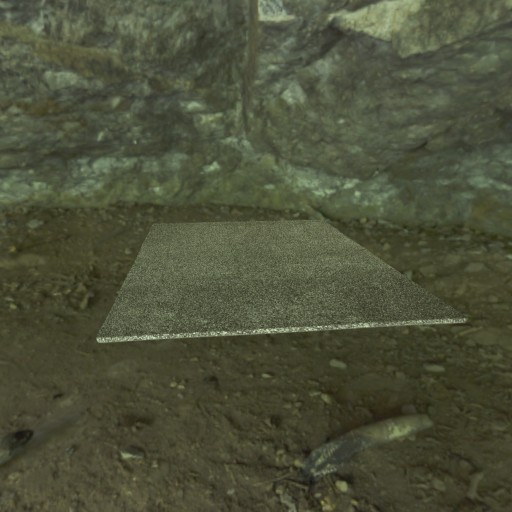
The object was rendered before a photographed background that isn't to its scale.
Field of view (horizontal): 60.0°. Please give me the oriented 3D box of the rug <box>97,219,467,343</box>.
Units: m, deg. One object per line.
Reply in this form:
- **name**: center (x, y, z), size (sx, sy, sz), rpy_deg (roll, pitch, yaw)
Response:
- **rug**: center (0.000, 0.000, 3.402), size (1.802, 0.026, 2.699), rpy_deg (-2, 15, -7)
